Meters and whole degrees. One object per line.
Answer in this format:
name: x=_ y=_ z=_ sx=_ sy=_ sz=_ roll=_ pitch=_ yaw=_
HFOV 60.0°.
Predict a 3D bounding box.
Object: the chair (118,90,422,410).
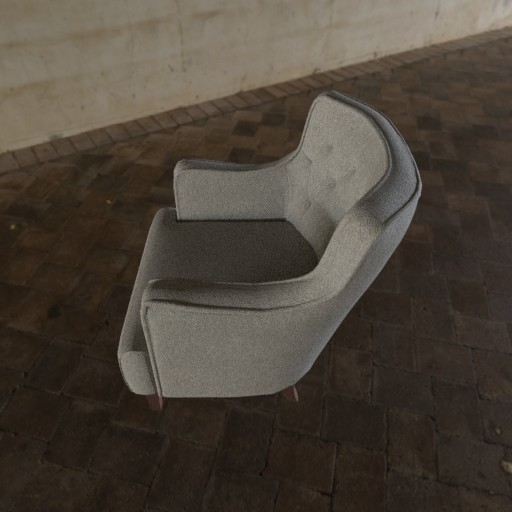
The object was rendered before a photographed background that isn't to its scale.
chair: x=0.000 y=0.000 z=1.576 sx=0.910 sy=0.920 sz=0.820 roll=0 pitch=42 yaw=0
